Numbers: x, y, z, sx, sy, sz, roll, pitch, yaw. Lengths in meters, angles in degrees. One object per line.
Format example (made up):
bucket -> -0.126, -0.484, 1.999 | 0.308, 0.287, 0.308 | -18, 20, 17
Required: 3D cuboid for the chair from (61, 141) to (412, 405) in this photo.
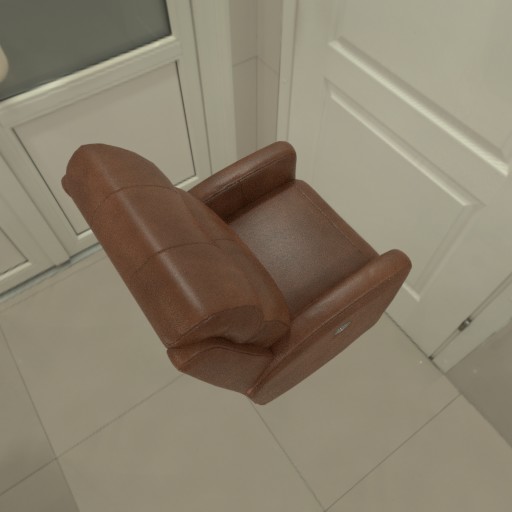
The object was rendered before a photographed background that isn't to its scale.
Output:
chair -> 0.000, 0.000, 1.645 | 0.939, 1.016, 0.787 | -31, 63, -18
